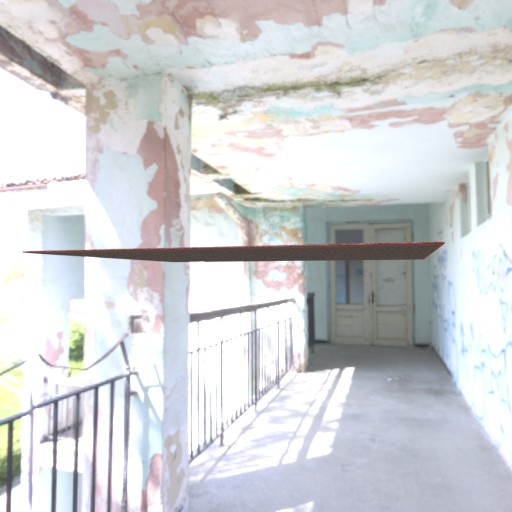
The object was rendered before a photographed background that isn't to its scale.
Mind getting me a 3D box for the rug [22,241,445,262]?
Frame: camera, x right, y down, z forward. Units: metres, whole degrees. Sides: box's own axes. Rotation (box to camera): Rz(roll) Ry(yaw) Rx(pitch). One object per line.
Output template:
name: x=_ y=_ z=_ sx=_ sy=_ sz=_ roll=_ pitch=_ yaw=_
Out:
rug: x=0.000 y=0.000 z=4.139 sx=3.050 sy=0.016 sz=2.441 roll=-1 pitch=-3 yaw=18
